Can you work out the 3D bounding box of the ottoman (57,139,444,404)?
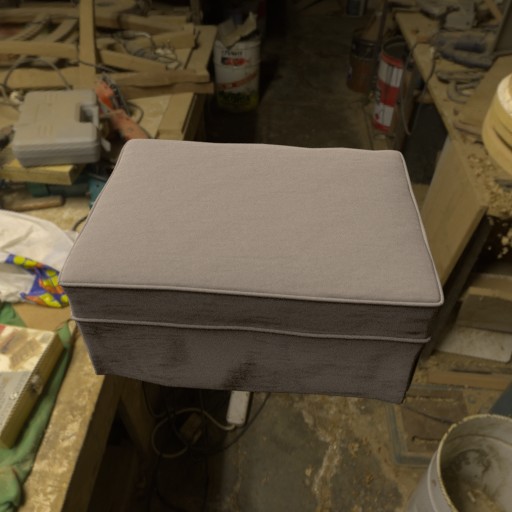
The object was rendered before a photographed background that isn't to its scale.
[{"bbox_3d":[0.000,0.000,1.362,0.944,0.479,0.703,3,45,3],"label":"ottoman"}]
